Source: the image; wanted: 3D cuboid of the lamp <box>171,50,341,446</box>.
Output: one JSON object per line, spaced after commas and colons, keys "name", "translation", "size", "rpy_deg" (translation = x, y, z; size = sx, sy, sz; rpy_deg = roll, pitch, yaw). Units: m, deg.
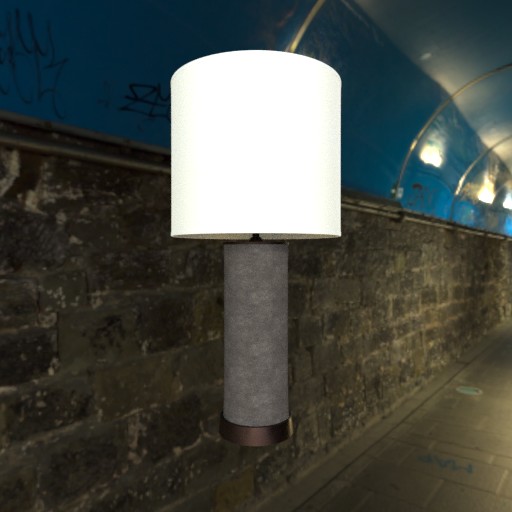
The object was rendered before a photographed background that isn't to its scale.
{"name": "lamp", "translation": [0.000, 0.000, 0.799], "size": [0.301, 0.630, 0.301], "rpy_deg": [0, 1, -37]}
